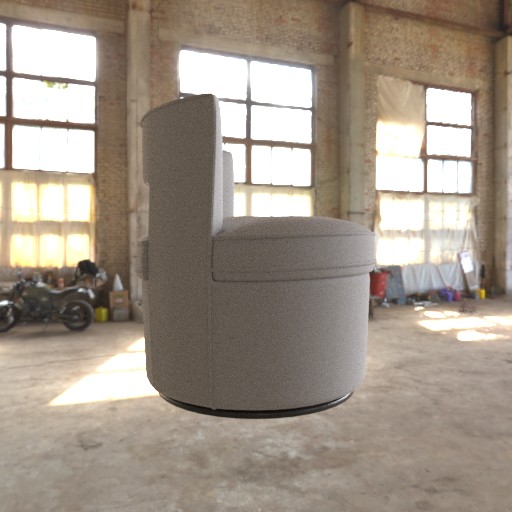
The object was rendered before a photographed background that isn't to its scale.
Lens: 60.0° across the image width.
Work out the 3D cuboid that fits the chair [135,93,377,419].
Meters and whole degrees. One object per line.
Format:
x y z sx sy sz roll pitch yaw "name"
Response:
0.000 0.000 1.256 0.665 0.723 0.650 0 1 0 "chair"
